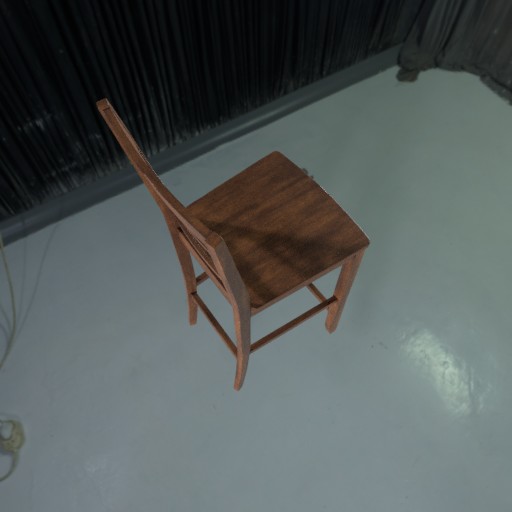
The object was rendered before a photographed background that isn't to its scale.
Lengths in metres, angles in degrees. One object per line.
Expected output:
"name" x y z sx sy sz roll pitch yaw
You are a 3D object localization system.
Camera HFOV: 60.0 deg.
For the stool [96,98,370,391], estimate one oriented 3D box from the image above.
"stool" 0.000 0.000 1.334 0.504 1.098 0.426 -32 64 -18
